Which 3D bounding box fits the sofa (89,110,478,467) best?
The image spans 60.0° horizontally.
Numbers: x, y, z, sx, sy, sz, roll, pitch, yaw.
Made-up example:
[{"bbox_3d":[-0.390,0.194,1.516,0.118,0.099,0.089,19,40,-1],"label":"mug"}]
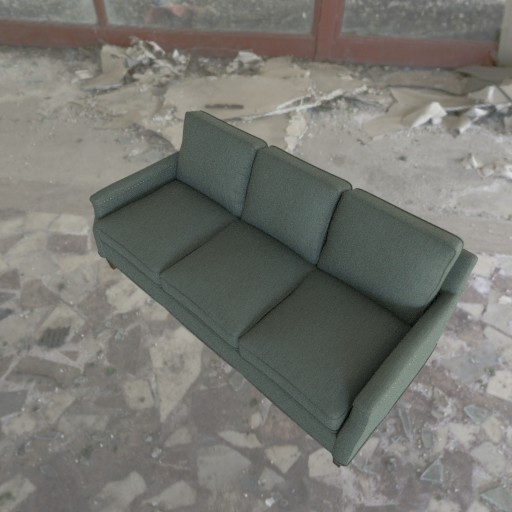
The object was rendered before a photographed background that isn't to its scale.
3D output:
[{"bbox_3d":[0.000,0.000,2.779,2.246,1.003,1.084,34,54,29],"label":"sofa"}]
